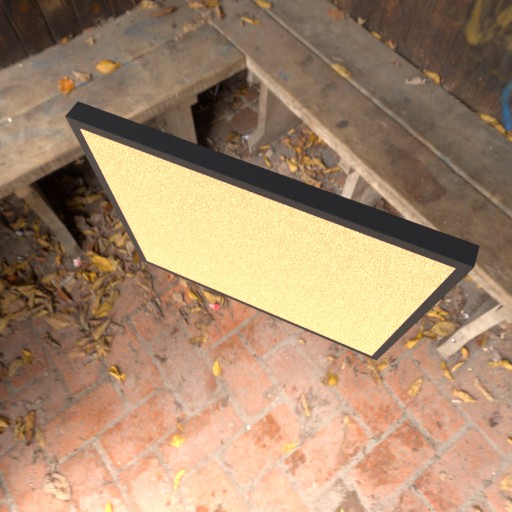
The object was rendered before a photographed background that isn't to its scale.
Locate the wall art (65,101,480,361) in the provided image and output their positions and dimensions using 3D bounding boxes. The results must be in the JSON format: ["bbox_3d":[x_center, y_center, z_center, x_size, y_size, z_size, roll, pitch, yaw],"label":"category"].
[{"bbox_3d":[0.000,0.000,0.761,0.554,0.454,0.030,22,66,10],"label":"wall art"}]
